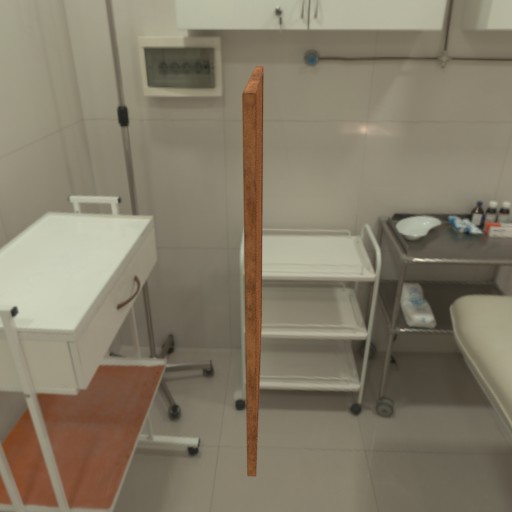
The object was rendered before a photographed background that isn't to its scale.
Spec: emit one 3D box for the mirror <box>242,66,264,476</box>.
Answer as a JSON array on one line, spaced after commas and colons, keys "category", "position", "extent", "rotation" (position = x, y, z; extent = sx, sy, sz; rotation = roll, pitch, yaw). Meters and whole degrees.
[{"category": "mirror", "position": [0.000, 0.000, 1.452], "extent": [0.028, 1.099, 0.796], "rotation": [1, 27, 2]}]
